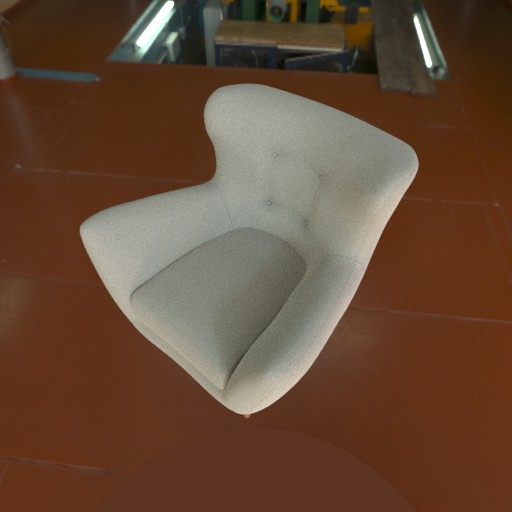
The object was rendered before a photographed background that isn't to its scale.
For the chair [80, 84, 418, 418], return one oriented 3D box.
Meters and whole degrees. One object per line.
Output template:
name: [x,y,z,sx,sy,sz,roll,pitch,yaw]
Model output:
chair: [0.000,0.000,1.640,0.890,0.889,0.889,33,55,27]
